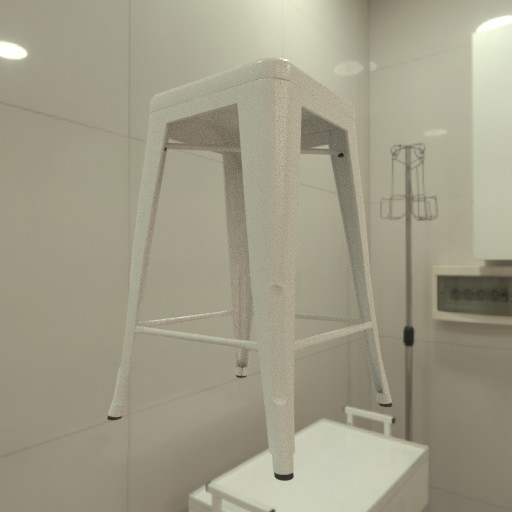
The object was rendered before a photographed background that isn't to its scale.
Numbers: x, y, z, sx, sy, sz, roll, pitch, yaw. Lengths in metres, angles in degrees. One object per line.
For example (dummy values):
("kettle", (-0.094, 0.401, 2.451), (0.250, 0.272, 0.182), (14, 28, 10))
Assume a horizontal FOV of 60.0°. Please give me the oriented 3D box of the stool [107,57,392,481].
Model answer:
("stool", (0.000, 0.000, 0.875), (0.406, 0.610, 0.406), (-1, -1, 37))
